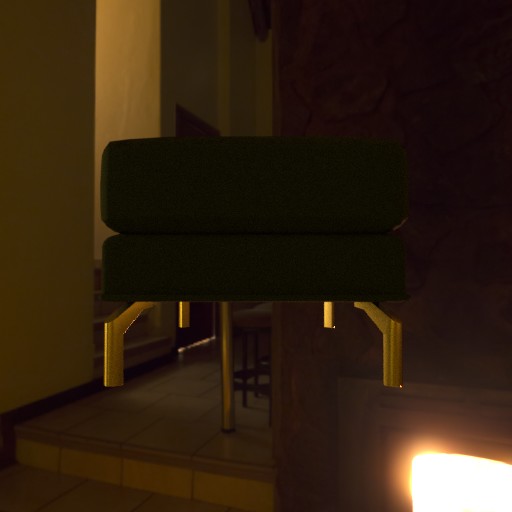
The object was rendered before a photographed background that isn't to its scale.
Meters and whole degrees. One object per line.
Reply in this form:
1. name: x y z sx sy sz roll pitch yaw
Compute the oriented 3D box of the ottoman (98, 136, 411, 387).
1. ottoman: 0.000 0.000 1.224 0.587 0.498 0.835 0 -1 1
